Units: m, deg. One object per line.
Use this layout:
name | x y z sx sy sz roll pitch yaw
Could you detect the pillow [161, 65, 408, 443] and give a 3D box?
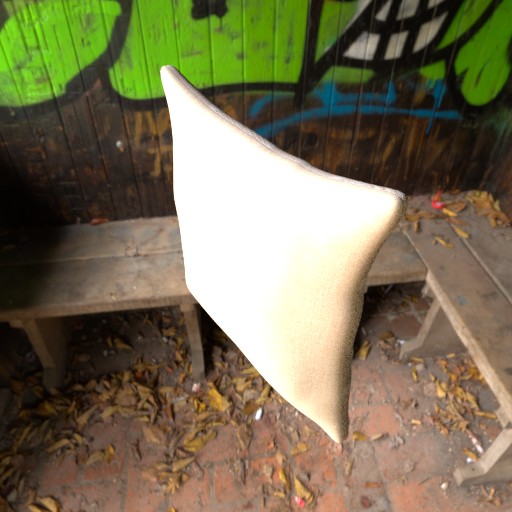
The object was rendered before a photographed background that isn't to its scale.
pillow | 0.000 0.000 0.649 0.138 0.432 0.436 -26 47 -27
